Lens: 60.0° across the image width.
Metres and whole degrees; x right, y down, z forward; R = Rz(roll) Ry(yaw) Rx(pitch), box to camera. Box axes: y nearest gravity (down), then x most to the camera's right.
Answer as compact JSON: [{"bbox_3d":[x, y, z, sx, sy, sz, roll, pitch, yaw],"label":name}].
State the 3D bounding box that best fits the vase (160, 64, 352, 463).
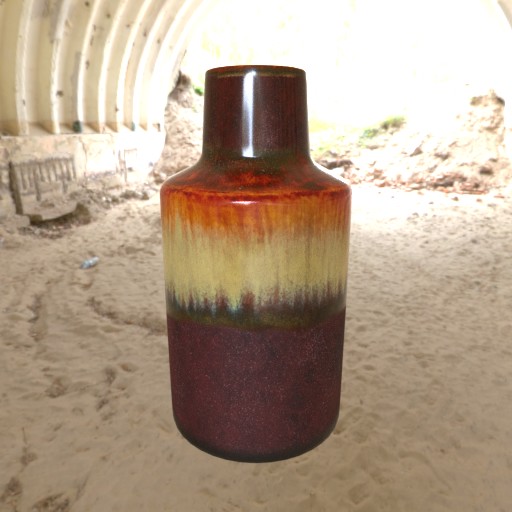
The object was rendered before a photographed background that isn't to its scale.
[{"bbox_3d":[0.000,0.000,0.263,0.108,0.204,0.108,0,16,0],"label":"vase"}]
